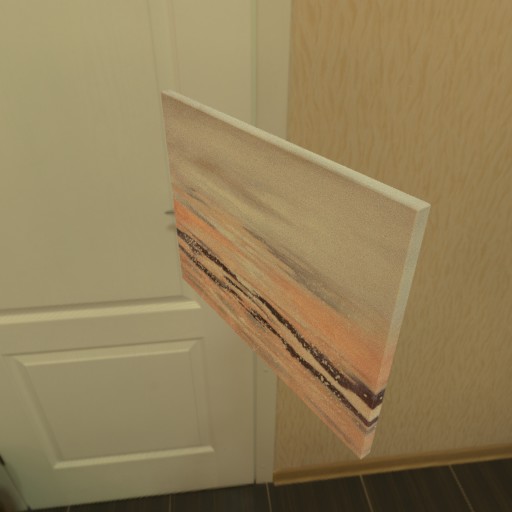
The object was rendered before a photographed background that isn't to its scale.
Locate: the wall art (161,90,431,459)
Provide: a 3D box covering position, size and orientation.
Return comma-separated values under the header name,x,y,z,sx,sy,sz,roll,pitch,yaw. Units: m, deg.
name,x,y,z,sx,sy,sz,roll,pitch,yaw
wall art,0.000,0.000,1.333,0.038,0.763,1.015,-22,40,-29
